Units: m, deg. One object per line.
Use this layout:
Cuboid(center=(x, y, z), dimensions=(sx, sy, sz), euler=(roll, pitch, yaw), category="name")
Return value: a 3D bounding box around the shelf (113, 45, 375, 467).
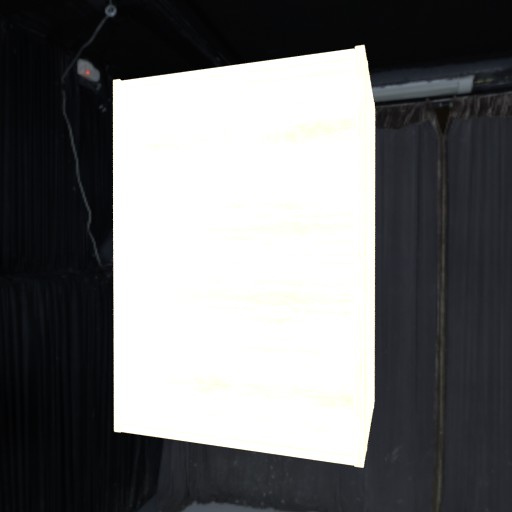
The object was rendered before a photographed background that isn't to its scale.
Cuboid(center=(0.000, 0.000, 0.821), dimensions=(0.414, 0.592, 0.290), euler=(0, 1, 18), category="shelf")
